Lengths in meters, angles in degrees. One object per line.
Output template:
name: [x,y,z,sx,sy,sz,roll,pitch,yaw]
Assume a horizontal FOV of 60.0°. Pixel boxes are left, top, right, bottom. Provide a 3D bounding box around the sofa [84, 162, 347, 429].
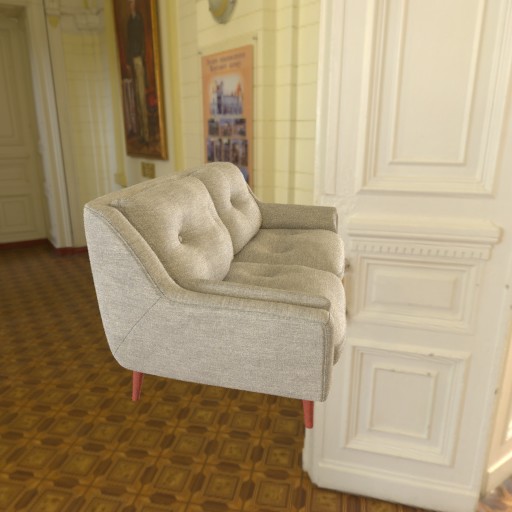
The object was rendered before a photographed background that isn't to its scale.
sofa: [0.000,0.000,2.423,0.976,0.897,1.930,3,17,10]
